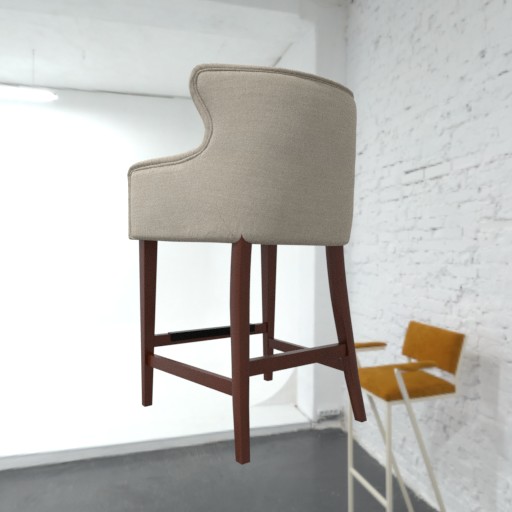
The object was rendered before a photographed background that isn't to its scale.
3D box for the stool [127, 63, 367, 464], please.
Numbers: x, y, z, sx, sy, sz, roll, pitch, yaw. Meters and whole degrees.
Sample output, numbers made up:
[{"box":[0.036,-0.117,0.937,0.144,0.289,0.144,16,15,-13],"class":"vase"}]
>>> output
[{"box":[0.000,0.000,1.400,0.615,0.987,0.637,0,0,-36],"class":"stool"}]
